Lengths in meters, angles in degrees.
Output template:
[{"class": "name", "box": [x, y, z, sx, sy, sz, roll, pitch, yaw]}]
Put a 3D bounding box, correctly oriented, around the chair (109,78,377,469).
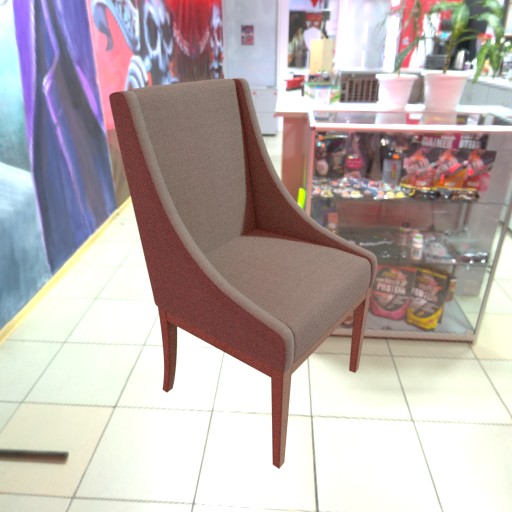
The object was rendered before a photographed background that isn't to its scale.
[{"class": "chair", "box": [0.000, 0.000, 1.435, 0.611, 1.021, 0.575, 18, 32, 32]}]
